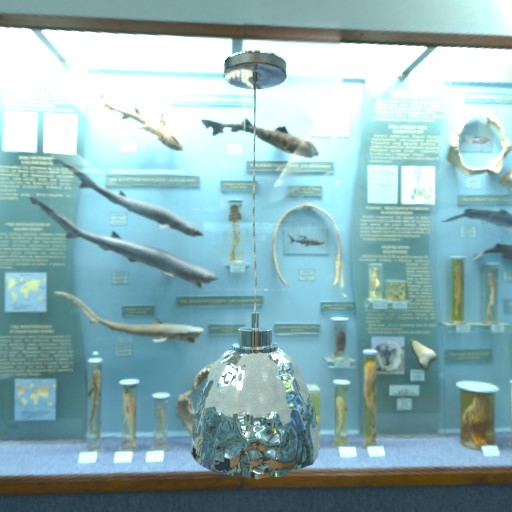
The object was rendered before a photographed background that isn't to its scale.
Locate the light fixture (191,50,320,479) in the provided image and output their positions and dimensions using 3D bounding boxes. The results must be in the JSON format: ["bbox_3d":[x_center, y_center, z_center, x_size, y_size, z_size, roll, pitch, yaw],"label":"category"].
[{"bbox_3d":[0.000,0.000,1.746,0.500,1.511,0.496,0,-1,-2],"label":"light fixture"}]
